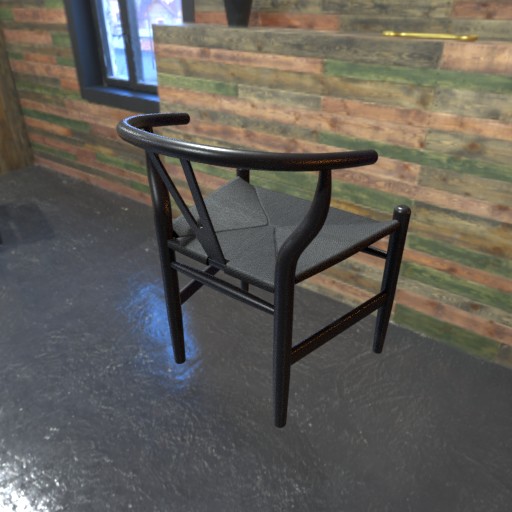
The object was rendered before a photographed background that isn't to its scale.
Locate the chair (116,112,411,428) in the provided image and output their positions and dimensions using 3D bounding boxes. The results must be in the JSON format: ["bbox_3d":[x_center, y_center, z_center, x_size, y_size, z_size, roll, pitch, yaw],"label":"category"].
[{"bbox_3d":[0.000,0.000,1.137,0.569,0.730,0.579,21,36,32],"label":"chair"}]
